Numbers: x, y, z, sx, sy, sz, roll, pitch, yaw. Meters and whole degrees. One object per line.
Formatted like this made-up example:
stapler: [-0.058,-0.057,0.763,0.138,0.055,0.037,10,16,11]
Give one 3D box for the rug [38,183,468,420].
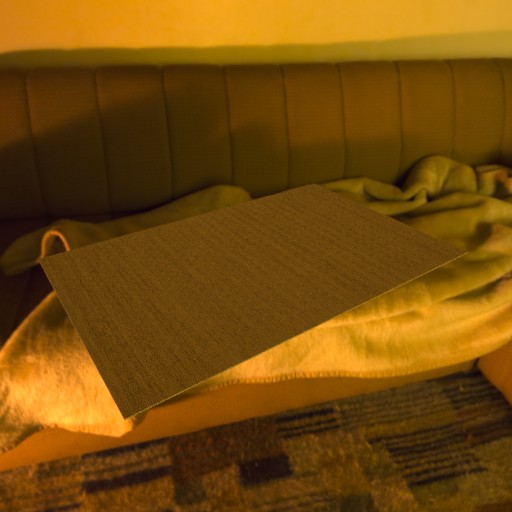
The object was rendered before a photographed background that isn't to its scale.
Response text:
rug: [0.000,0.000,2.157,1.752,0.006,1.142,-19,35,-30]
